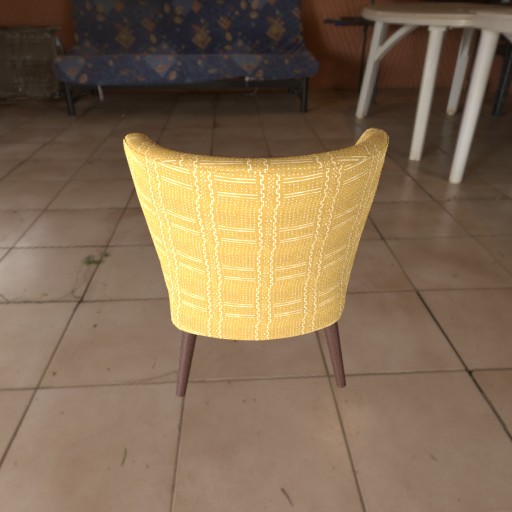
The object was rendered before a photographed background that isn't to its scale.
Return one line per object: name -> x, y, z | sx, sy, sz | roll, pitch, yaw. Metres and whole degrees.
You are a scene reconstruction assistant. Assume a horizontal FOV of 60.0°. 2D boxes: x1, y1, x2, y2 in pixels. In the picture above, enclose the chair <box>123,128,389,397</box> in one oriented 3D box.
chair -> 0.000, 0.000, 1.432 | 0.706, 0.866, 0.758 | -2, 30, -4
